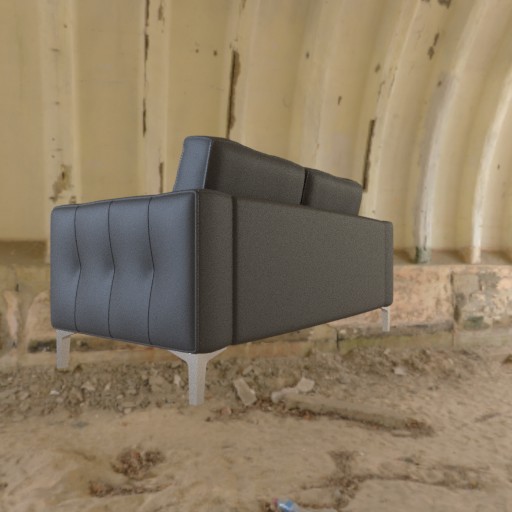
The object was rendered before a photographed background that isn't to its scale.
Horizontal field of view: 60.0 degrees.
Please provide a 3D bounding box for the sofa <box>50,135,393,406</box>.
[{"bbox_3d":[0.000,0.000,2.210,0.833,0.893,1.726,0,0,36],"label":"sofa"}]
